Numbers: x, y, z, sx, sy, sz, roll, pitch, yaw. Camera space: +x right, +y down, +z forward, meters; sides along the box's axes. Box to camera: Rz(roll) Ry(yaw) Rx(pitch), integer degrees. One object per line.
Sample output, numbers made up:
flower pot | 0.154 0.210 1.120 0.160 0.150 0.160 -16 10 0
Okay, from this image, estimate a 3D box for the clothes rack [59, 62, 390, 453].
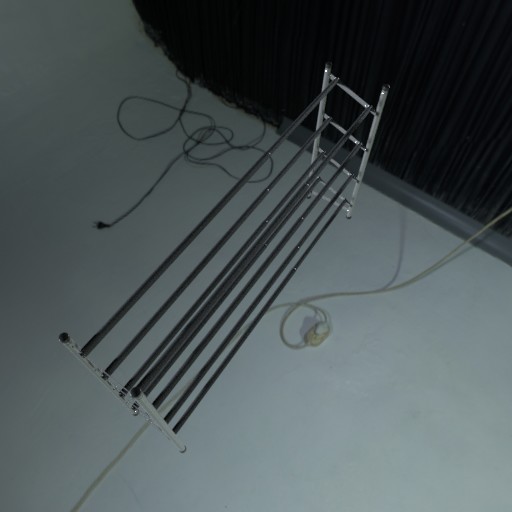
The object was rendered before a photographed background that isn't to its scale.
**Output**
clothes rack | 0.000 0.000 1.442 0.229 0.672 1.168 30 62 18
